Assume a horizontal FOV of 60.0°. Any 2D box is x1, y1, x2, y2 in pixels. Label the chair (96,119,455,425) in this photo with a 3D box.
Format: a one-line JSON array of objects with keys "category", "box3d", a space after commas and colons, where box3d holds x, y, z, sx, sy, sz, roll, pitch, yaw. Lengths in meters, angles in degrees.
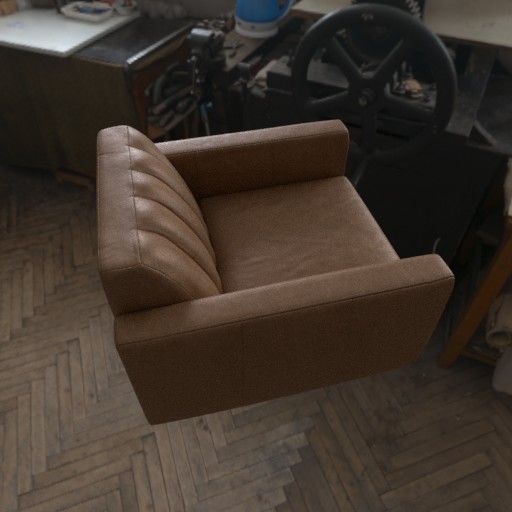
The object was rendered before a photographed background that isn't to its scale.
[{"category": "chair", "box3d": [0.000, 0.000, 1.650, 0.998, 0.819, 0.953, -10, 48, -10]}]
